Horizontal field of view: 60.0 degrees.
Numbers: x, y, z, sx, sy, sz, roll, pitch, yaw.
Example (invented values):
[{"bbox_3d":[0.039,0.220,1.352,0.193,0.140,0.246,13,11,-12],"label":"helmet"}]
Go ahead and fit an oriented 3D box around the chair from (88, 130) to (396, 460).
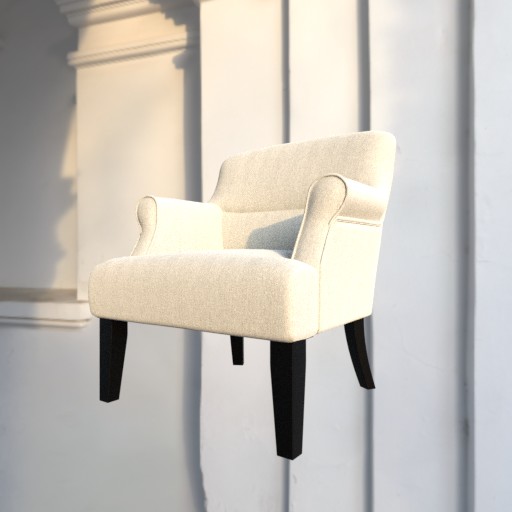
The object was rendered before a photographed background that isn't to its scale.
[{"bbox_3d":[0.000,0.000,1.421,0.781,0.875,0.750,0,0,36],"label":"chair"}]
